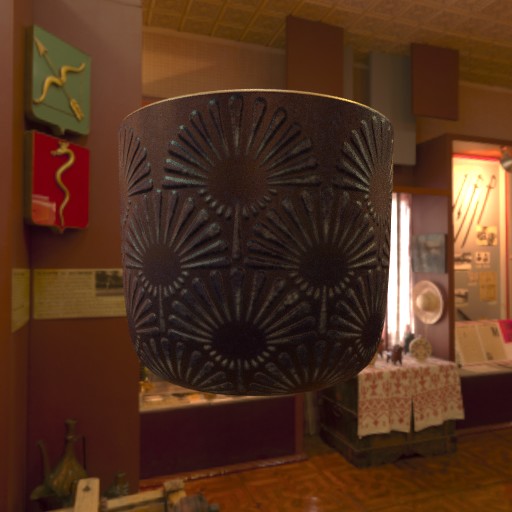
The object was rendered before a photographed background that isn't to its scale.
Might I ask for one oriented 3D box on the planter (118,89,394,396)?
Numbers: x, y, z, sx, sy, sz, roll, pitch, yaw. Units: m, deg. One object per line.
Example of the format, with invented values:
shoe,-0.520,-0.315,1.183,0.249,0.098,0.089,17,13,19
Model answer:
planter,0.000,0.000,0.207,0.124,0.109,0.124,0,-1,0
